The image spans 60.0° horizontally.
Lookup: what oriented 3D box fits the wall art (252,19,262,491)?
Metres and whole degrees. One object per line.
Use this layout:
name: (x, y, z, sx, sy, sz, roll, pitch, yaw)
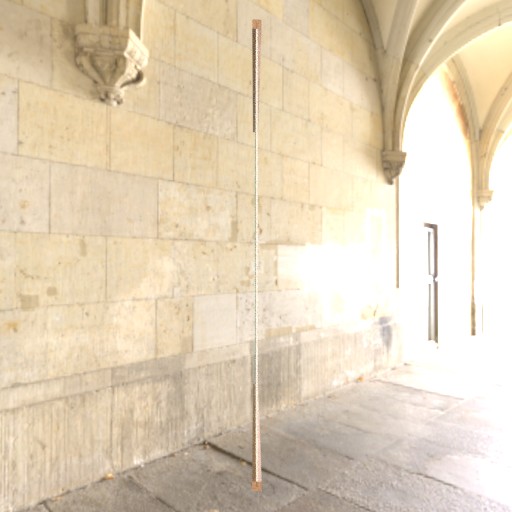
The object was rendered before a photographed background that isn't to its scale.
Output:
wall art: (0.000, 0.000, 0.801, 0.012, 0.608, 0.459, 0, -1, 0)
